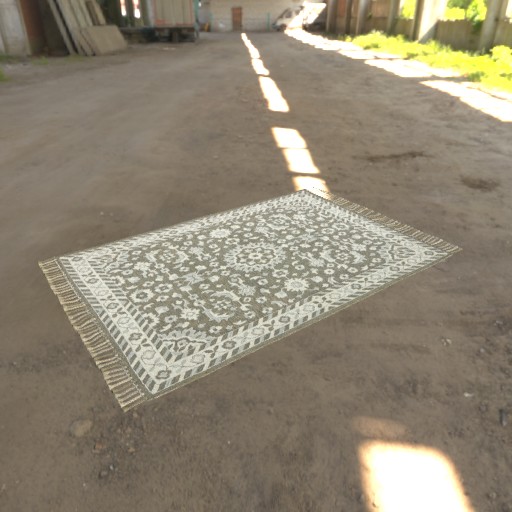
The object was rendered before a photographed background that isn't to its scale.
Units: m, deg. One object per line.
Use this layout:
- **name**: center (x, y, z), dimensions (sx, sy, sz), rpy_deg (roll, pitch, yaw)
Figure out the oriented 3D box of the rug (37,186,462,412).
- **rug**: center (0.000, 0.000, 2.963), dimensions (2.431, 0.025, 1.530), rpy_deg (-19, 34, -31)
